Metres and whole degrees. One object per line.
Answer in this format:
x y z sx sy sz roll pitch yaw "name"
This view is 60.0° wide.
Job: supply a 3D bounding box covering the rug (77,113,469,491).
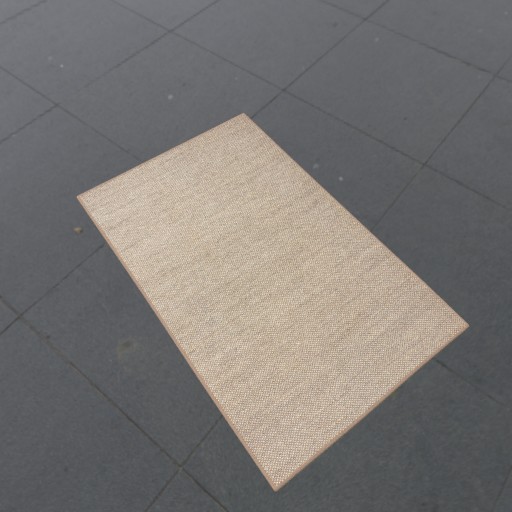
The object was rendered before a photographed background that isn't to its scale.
0.000 0.000 2.086 1.061 0.012 1.668 -32 64 -18 "rug"
